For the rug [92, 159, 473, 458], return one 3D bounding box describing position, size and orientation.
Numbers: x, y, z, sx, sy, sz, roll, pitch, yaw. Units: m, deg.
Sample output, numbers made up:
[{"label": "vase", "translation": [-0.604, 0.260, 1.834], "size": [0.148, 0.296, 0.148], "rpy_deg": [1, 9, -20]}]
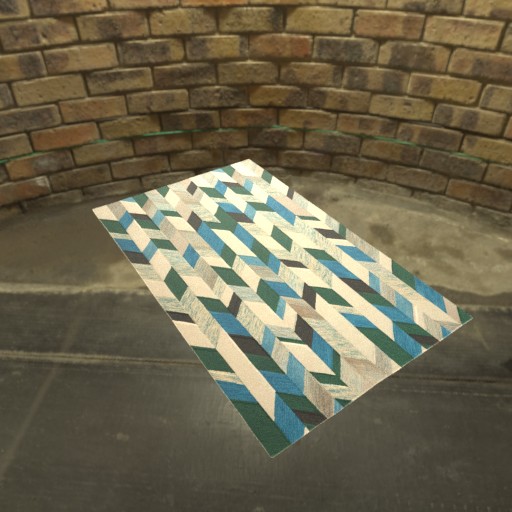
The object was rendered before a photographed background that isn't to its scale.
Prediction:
[{"label": "rug", "translation": [0.000, 0.000, 3.086], "size": [1.507, 0.007, 2.433], "rpy_deg": [-24, 45, -26]}]
